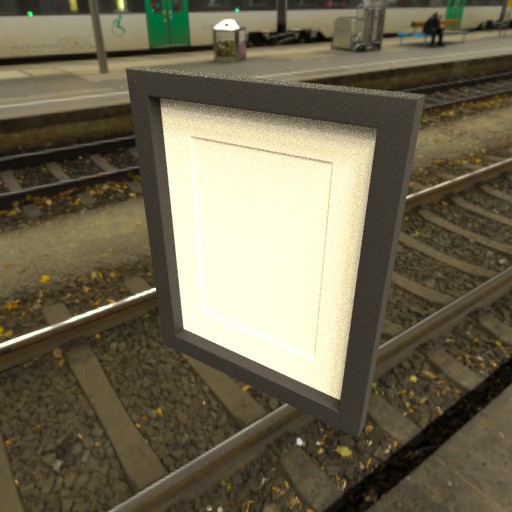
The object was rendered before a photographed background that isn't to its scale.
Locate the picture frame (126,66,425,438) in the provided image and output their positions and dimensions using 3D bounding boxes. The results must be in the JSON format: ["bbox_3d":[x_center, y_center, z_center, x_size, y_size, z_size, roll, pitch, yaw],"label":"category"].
[{"bbox_3d":[0.000,0.000,0.509,0.307,0.383,0.036,18,35,28],"label":"picture frame"}]
